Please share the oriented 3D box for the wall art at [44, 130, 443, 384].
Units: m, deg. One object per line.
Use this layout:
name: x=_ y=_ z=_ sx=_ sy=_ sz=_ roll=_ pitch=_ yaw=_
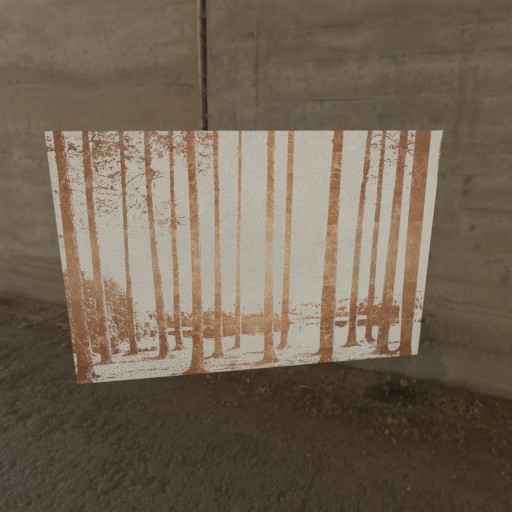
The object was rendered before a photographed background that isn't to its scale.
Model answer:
wall art: x=0.000 y=0.000 z=0.745 sx=0.609 sy=0.405 sz=0.035 roll=-3 pitch=17 yaw=-9
